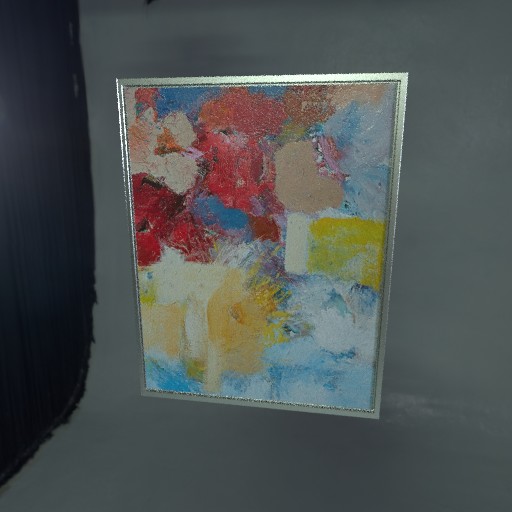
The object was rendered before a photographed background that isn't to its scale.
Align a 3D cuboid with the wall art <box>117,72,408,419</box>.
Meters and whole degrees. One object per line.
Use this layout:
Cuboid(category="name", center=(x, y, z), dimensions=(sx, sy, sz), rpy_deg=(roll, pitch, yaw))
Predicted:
Cuboid(category="wall art", center=(0.000, 0.000, 0.754), dimensions=(0.444, 0.569, 0.025), rpy_deg=(3, 15, 9))
